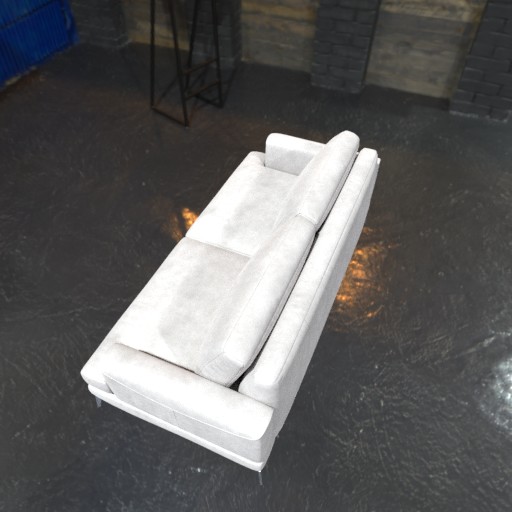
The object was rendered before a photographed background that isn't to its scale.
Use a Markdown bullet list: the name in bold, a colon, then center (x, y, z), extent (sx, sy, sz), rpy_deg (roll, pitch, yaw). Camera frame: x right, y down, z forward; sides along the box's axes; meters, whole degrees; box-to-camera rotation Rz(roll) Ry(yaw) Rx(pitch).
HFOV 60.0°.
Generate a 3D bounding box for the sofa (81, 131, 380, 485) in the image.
- **sofa**: center (0.000, 0.000, 2.538), extent (0.980, 0.830, 2.013), rpy_deg (18, 50, 16)
